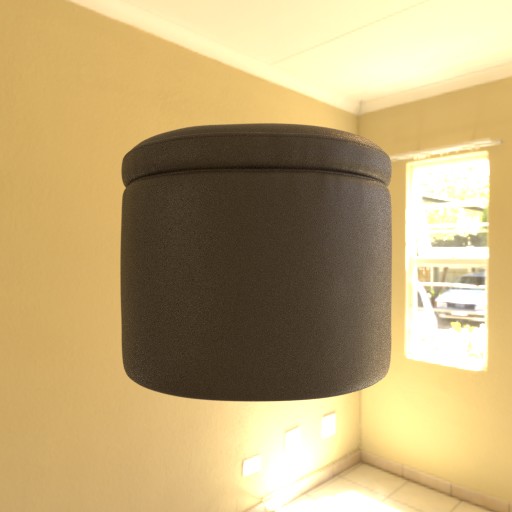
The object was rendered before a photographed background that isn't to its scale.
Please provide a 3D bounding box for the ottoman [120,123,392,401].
[{"bbox_3d":[0.000,0.000,0.852,0.500,0.409,0.500,0,0,0],"label":"ottoman"}]
